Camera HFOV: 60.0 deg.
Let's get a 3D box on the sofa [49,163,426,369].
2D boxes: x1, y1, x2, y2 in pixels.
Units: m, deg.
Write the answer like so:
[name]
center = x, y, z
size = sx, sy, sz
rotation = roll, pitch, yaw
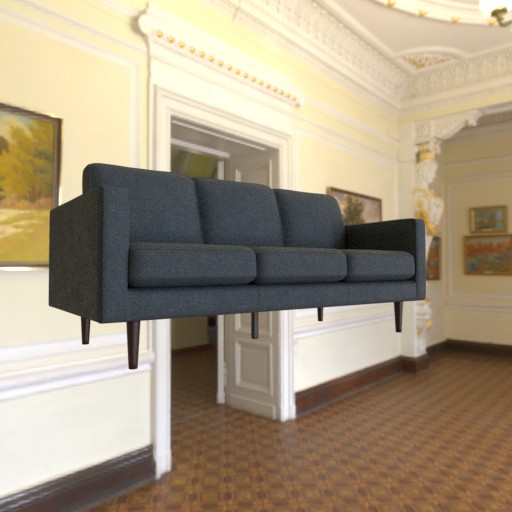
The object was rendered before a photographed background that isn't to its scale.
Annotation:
[sofa]
center = 0.000, 0.000, 2.539
size = 2.013, 0.945, 0.935
rotation = 1, -2, -36
